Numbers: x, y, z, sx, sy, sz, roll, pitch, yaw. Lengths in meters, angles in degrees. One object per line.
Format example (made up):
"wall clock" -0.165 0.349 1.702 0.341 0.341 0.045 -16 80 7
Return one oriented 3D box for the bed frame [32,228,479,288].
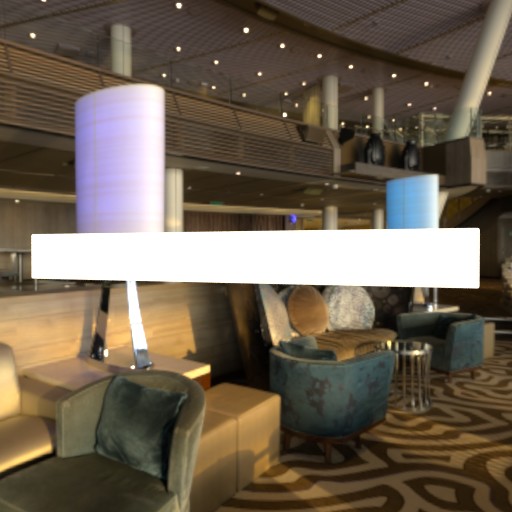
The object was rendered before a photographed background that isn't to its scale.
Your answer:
"bed frame" 0.000 0.000 1.549 1.300 0.141 0.670 0 1 17
